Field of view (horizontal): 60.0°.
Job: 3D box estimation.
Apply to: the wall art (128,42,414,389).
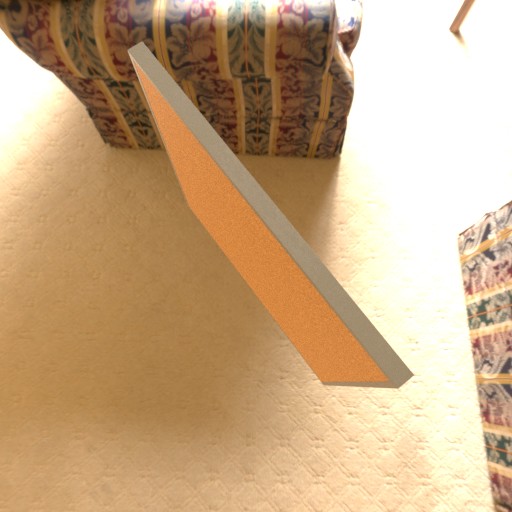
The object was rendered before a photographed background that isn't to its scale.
[{"bbox_3d":[0.000,0.000,1.187,0.038,0.807,0.809,-36,77,-9],"label":"wall art"}]
